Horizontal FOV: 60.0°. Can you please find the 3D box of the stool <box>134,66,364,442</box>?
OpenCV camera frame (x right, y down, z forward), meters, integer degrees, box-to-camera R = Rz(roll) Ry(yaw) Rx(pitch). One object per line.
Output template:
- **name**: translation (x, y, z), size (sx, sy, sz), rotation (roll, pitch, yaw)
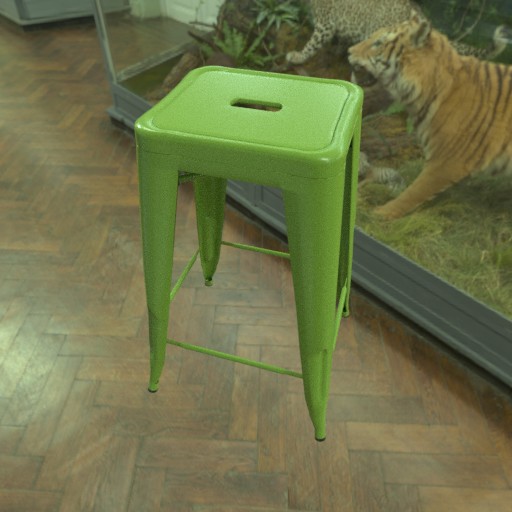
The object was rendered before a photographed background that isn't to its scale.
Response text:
- **stool**: translation (0.000, 0.000, 0.853), size (0.398, 0.609, 0.358), rotation (12, 44, 12)
